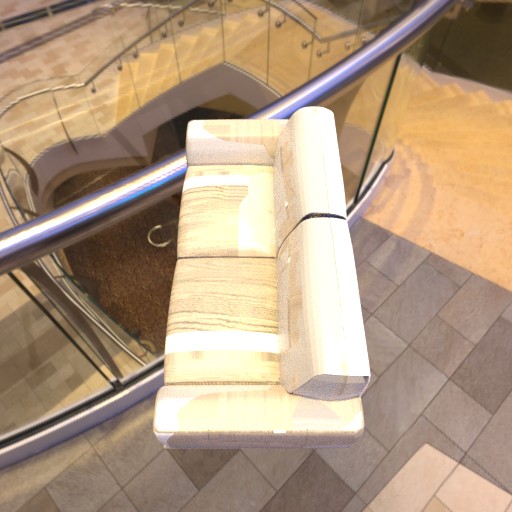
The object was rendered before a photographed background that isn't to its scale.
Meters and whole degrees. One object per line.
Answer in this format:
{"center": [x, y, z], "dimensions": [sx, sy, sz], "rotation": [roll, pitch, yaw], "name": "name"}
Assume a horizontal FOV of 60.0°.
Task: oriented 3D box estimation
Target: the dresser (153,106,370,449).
{"center": [0.000, 0.000, 5.949], "dimensions": [2.251, 1.863, 4.679], "rotation": [0, 58, 0], "name": "dresser"}
